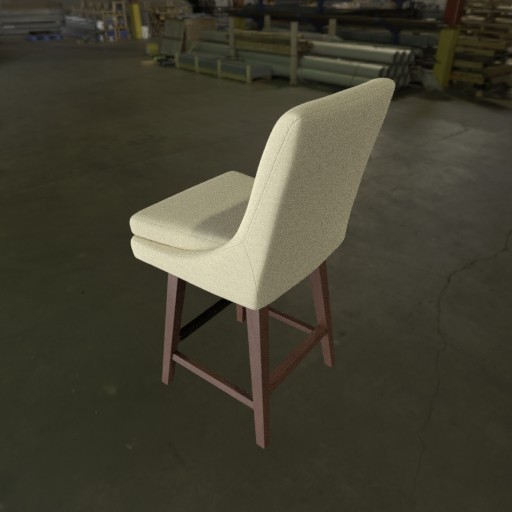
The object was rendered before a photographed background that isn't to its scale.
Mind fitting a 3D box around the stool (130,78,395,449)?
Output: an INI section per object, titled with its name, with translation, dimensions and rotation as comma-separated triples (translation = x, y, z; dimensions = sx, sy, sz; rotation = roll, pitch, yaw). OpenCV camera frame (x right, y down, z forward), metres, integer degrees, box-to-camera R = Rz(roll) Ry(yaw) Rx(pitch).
[stool]
translation = 0.000, 0.000, 1.306
dimensions = 0.559, 0.991, 0.483
rotation = 21, 37, 31
